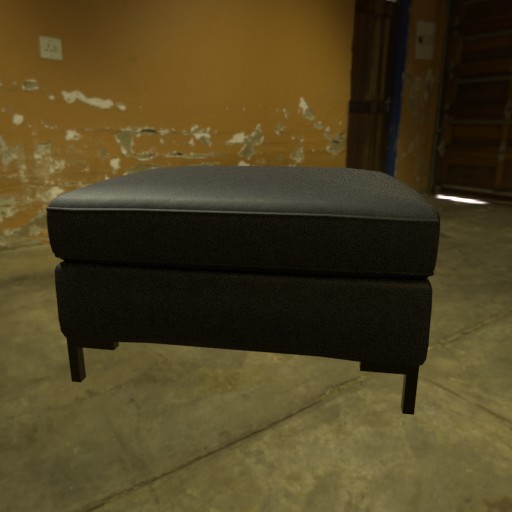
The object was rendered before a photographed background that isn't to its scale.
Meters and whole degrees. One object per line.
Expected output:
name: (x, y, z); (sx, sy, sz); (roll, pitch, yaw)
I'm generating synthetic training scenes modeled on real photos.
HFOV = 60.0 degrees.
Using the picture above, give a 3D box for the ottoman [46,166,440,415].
ottoman: (0.000, 0.000, 1.791); (1.187, 0.696, 0.967); (3, 16, 9)
